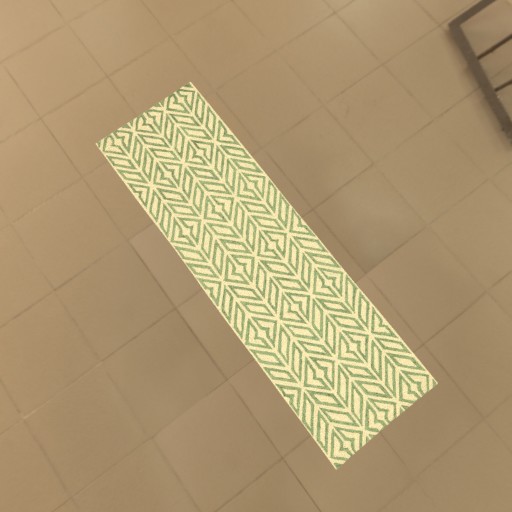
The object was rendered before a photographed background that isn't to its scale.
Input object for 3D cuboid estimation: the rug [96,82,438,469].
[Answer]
[{"bbox_3d":[0.000,0.000,2.688,0.750,0.009,2.435,-36,79,-8],"label":"rug"}]
